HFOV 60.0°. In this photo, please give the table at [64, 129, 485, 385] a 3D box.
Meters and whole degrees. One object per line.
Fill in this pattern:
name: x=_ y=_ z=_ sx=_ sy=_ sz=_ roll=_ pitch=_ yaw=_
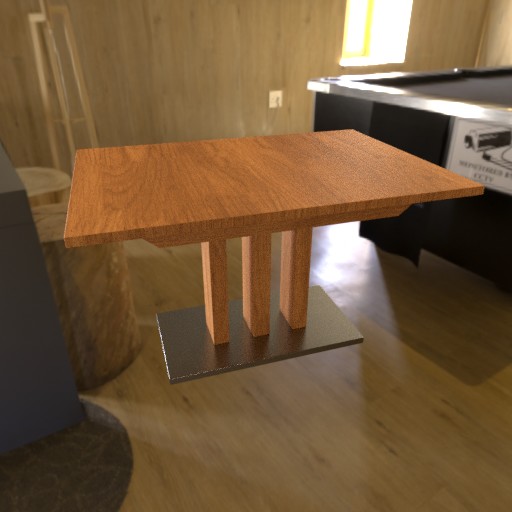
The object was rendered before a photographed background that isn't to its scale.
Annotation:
table: x=0.000 y=0.000 z=1.846 sx=1.300 sy=0.770 sz=0.900 roll=-9 pitch=29 yaw=-16
